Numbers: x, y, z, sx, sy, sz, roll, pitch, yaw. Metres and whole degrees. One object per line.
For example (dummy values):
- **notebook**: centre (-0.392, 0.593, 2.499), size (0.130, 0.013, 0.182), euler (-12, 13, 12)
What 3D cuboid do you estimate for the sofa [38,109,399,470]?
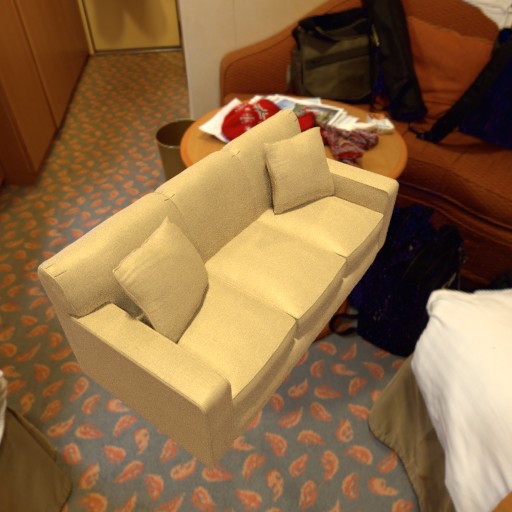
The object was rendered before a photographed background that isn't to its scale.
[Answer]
- **sofa**: centre (0.000, 0.000, 2.627), size (0.997, 0.958, 2.024), euler (25, 47, 26)
